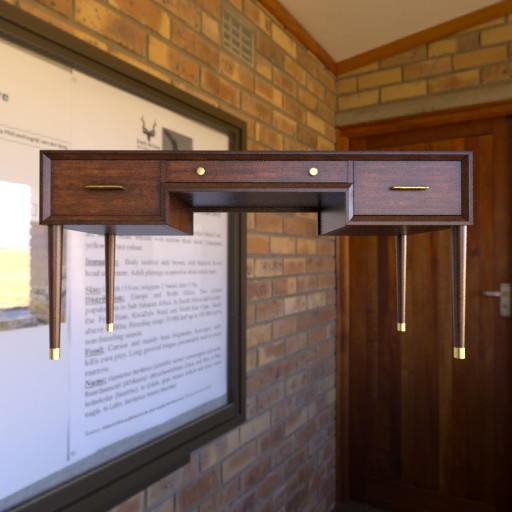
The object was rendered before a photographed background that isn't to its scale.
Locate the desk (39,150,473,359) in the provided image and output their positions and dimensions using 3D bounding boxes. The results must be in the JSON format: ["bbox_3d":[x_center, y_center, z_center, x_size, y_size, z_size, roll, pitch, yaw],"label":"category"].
[{"bbox_3d":[0.000,0.000,1.956,1.575,0.762,0.724,0,-1,-1],"label":"desk"}]
